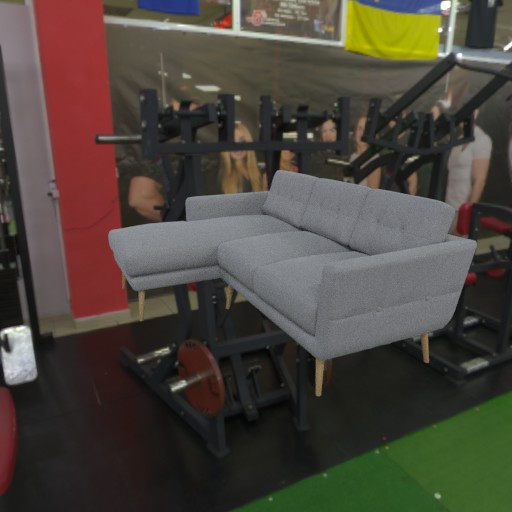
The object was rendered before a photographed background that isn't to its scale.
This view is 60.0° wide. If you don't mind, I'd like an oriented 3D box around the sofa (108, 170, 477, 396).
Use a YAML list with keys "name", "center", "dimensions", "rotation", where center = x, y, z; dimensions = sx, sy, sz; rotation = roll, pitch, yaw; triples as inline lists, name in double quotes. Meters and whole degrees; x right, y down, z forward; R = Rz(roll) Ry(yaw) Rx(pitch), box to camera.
- name: "sofa"
  center: [0.000, 0.000, 2.806]
  dimensions: [1.530, 0.860, 2.040]
  rotation: [-8, 19, -25]
